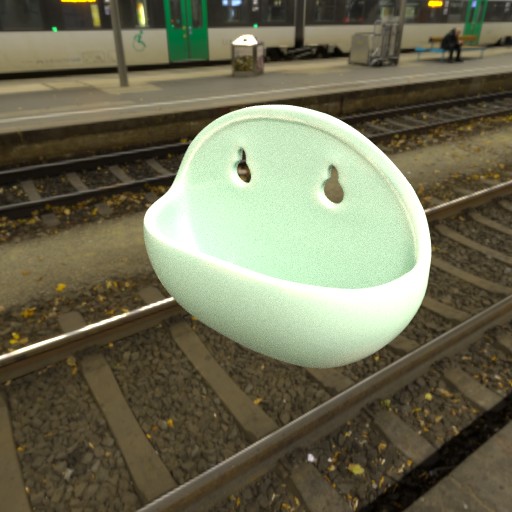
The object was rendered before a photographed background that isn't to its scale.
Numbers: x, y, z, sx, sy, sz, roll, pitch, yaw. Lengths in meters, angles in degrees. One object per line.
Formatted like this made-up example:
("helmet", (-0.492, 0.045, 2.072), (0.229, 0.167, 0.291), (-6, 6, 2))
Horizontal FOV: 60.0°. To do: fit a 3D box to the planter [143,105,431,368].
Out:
("planter", (0.000, 0.000, 0.266), (0.189, 0.164, 0.073), (18, 33, 30))
